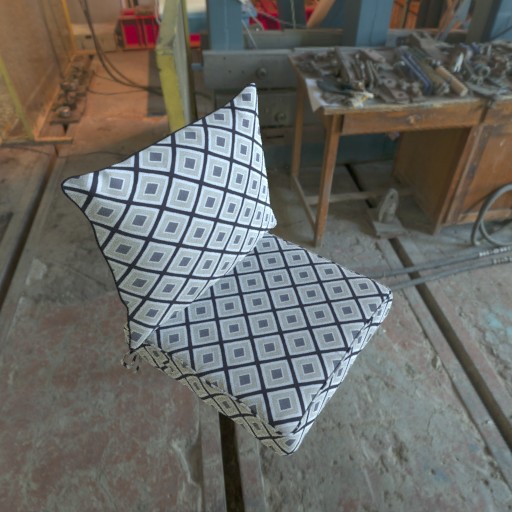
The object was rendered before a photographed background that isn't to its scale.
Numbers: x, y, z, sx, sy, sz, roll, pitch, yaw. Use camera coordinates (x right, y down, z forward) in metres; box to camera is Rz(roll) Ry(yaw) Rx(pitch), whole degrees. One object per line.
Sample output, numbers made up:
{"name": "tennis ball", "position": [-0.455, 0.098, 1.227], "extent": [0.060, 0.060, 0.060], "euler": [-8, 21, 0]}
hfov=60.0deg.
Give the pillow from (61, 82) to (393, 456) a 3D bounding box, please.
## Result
{"name": "pillow", "position": [0.000, 0.000, 1.365], "extent": [0.733, 0.722, 0.798], "euler": [26, 48, 26]}
